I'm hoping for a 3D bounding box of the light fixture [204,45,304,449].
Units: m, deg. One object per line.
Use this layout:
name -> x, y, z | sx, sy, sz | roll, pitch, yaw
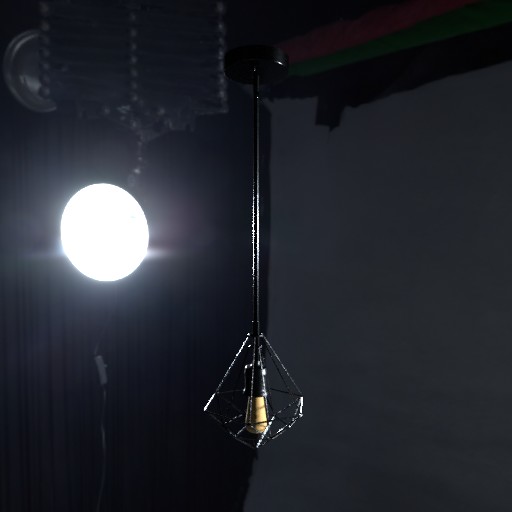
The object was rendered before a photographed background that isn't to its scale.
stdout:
light fixture -> 0.000, 0.000, 2.010 | 0.487, 1.764, 0.431 | 1, 2, 37
